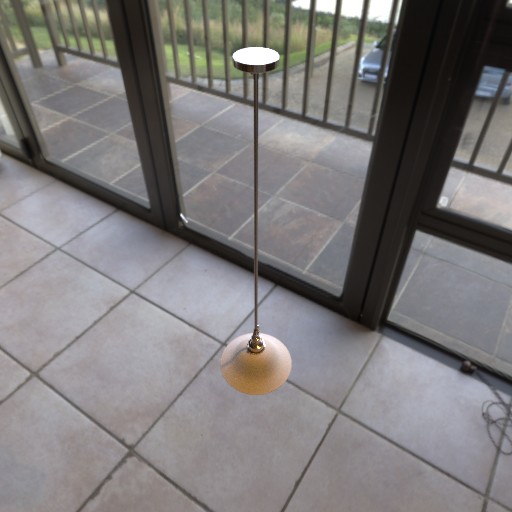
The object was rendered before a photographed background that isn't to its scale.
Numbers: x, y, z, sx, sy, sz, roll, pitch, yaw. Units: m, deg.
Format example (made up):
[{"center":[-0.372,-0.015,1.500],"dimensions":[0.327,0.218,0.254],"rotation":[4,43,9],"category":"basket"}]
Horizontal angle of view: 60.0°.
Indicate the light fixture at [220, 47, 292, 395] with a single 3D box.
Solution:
[{"center":[0.000,0.000,1.546],"dimensions":[0.324,1.354,0.324],"rotation":[11,45,11],"category":"light fixture"}]
